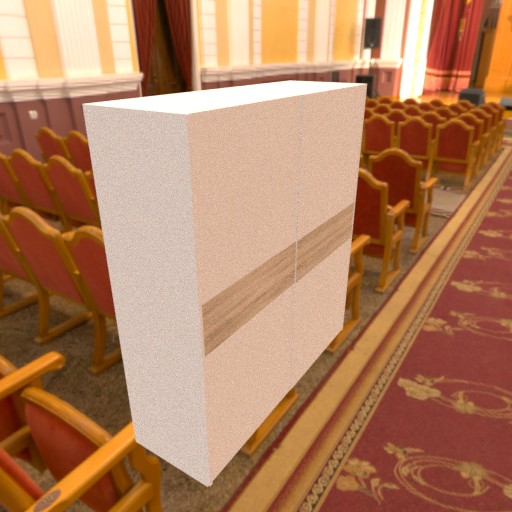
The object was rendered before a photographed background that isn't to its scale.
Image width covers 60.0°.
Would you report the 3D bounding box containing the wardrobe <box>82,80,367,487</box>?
[{"bbox_3d":[0.000,0.000,2.896,0.600,2.020,1.830,16,29,30],"label":"wardrobe"}]
